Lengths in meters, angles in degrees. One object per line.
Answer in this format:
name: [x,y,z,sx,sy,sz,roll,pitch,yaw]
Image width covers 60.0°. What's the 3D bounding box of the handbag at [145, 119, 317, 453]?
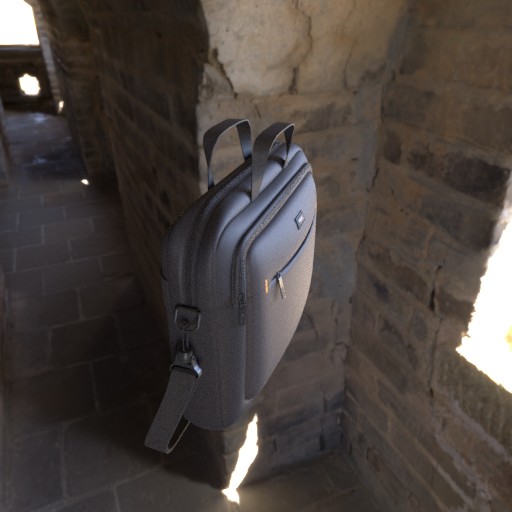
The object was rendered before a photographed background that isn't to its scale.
handbag: [0.000,0.000,0.584,0.126,0.330,0.429,10,31,17]
